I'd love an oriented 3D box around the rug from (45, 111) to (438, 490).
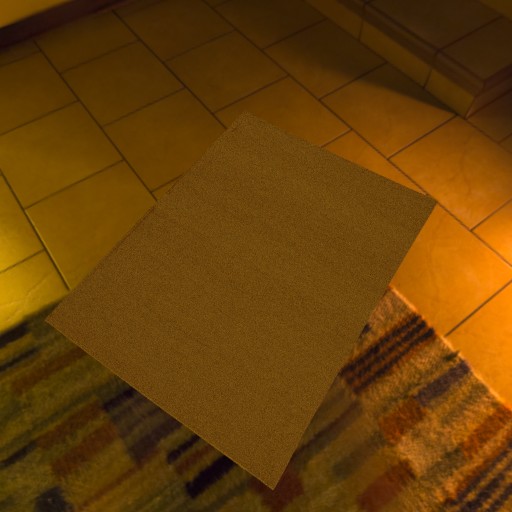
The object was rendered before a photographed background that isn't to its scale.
[{"bbox_3d":[0.000,0.000,4.278,2.434,0.045,3.202,30,65,16],"label":"rug"}]
